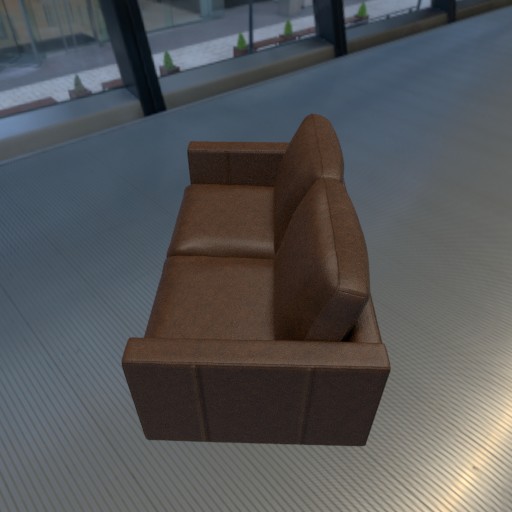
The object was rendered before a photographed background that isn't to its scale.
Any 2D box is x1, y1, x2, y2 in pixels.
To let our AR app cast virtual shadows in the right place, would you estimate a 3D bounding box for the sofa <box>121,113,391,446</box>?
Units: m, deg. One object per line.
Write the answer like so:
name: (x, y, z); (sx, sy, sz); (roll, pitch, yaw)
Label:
sofa: (0.000, 0.000, 2.151); (0.909, 0.951, 1.578); (1, 41, 1)
